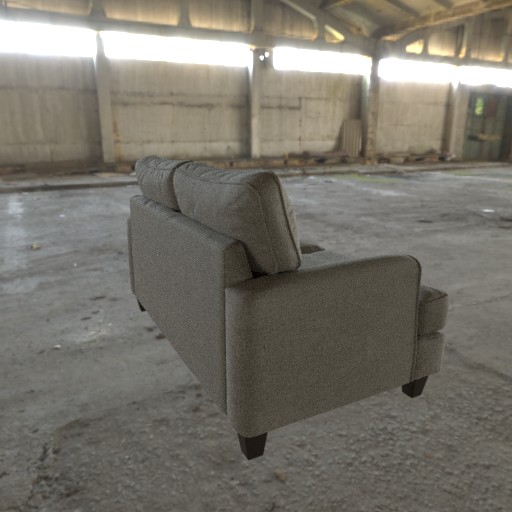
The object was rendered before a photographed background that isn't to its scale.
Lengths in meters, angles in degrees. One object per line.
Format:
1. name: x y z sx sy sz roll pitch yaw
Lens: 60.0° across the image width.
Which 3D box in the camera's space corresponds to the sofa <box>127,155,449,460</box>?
1. sofa: 0.000 0.000 2.236 0.965 0.965 1.651 -8 17 -27
